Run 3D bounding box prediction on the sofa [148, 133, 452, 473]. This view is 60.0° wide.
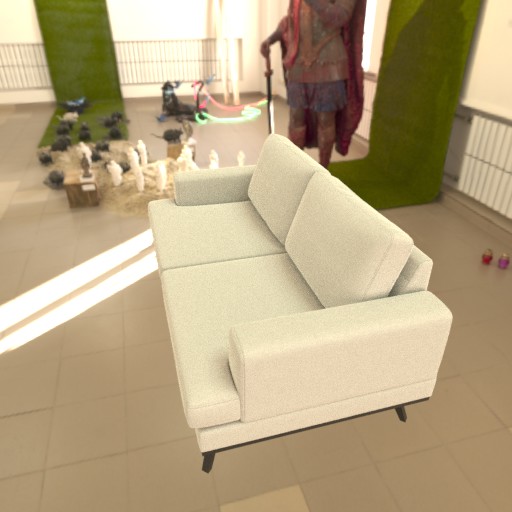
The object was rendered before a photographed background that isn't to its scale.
[{"bbox_3d":[0.000,0.000,2.124,0.920,0.810,1.650,-8,31,-14],"label":"sofa"}]
